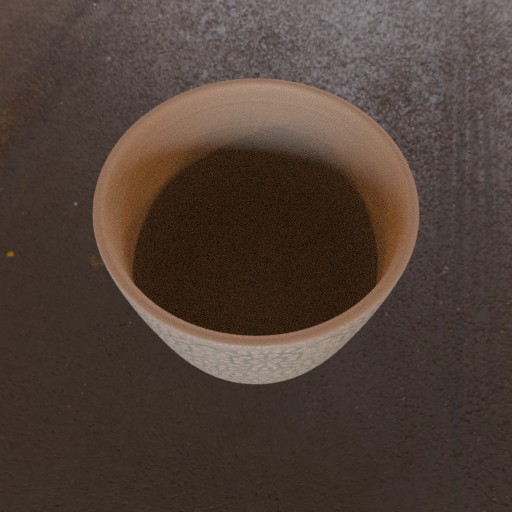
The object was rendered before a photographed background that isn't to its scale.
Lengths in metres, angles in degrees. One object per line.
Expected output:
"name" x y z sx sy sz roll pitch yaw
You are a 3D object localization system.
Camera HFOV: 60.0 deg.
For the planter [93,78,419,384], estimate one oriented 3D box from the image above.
"planter" 0.000 0.000 0.217 0.124 0.109 0.124 0 62 0
